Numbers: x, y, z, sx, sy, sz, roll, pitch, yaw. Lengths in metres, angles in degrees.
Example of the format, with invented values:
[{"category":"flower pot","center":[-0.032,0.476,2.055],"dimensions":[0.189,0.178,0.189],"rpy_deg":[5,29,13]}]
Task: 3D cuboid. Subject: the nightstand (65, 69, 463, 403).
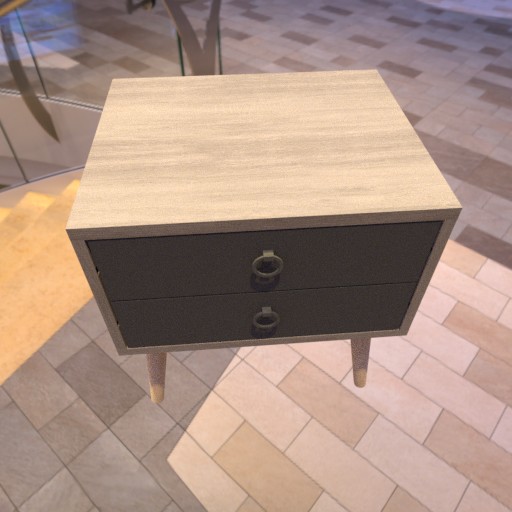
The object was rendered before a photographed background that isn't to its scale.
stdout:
[{"category":"nightstand","center":[0.000,0.000,0.805],"dimensions":[0.450,0.500,0.380],"rpy_deg":[-3,46,-3]}]
